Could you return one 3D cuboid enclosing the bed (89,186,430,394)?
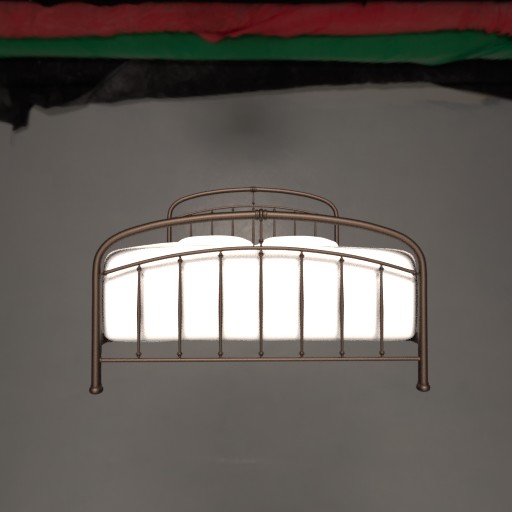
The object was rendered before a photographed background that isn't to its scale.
[{"bbox_3d":[0.000,0.000,3.299,1.711,1.425,2.180,0,-1,-1],"label":"bed"}]
